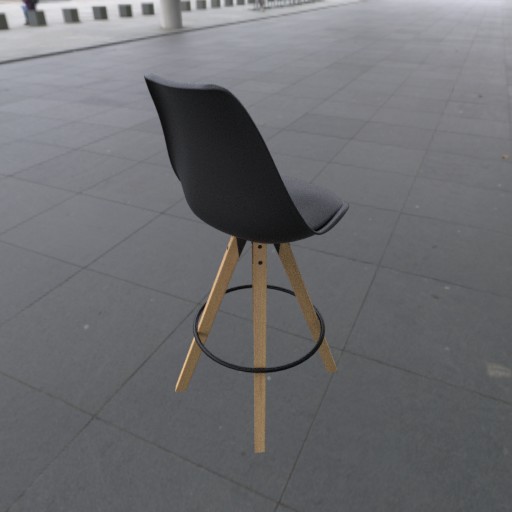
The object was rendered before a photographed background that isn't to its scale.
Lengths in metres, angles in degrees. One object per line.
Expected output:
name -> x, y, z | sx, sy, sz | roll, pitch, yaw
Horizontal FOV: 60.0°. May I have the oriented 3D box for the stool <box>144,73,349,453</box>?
stool -> 0.000, 0.000, 1.382 | 0.485, 1.115, 0.550 | 24, 39, 33
